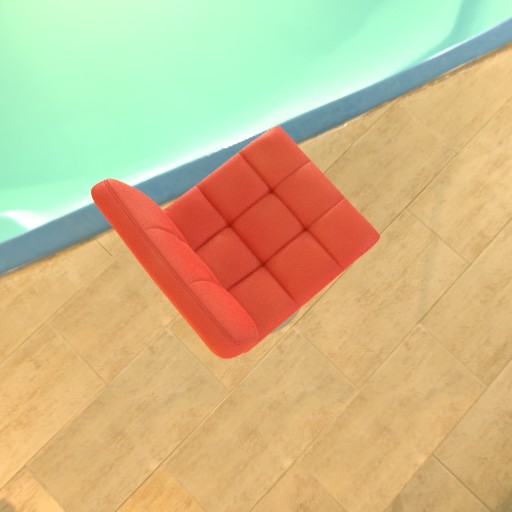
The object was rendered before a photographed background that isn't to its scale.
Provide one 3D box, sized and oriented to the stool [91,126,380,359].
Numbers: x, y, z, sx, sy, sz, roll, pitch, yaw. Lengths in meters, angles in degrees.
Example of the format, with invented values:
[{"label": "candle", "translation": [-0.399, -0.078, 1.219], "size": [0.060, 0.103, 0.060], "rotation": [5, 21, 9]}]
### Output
[{"label": "stool", "translation": [0.000, 0.000, 1.358], "size": [0.505, 1.115, 0.430], "rotation": [-39, 80, -8]}]
